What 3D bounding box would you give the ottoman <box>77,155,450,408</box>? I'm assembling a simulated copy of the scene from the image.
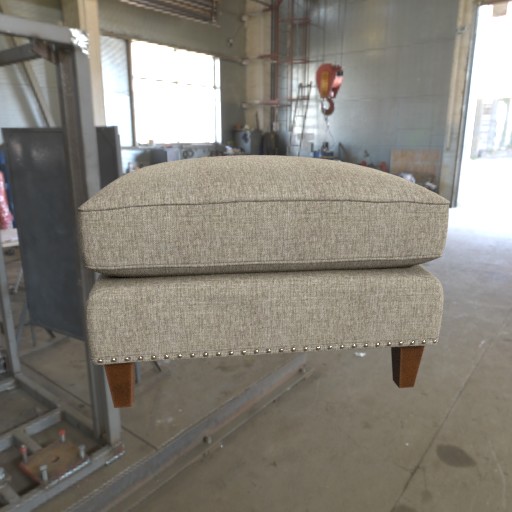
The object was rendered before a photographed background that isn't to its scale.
[{"bbox_3d":[0.000,0.000,1.162,0.741,0.513,0.584,-2,15,-7],"label":"ottoman"}]
